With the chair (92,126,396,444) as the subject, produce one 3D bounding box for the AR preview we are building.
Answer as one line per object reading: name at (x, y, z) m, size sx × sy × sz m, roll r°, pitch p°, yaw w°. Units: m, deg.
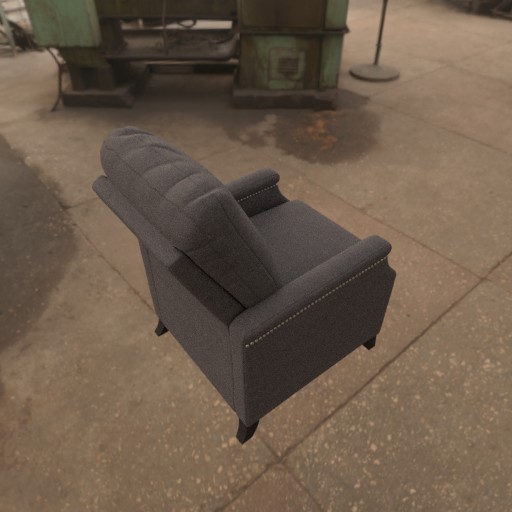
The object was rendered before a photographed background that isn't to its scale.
chair at (0.000, 0.000, 1.679) m, size 0.922 × 1.049 × 0.710 m, roll -27°, pitch 47°, yaw -28°
